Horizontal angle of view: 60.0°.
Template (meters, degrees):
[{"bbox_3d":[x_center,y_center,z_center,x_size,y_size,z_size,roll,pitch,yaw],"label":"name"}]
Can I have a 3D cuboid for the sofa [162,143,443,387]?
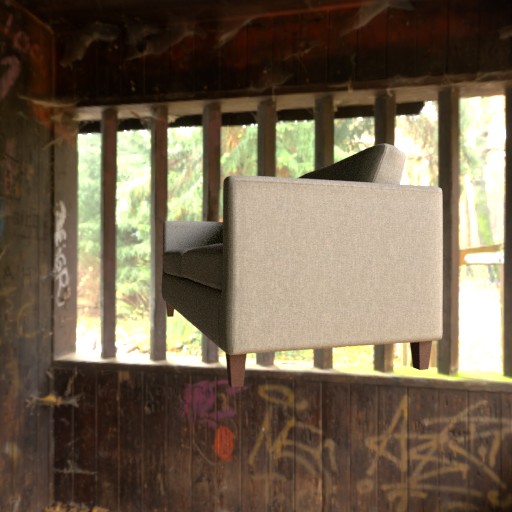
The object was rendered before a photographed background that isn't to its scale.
[{"bbox_3d":[0.000,0.000,2.719,0.956,0.963,2.208,0,0,-18],"label":"sofa"}]
